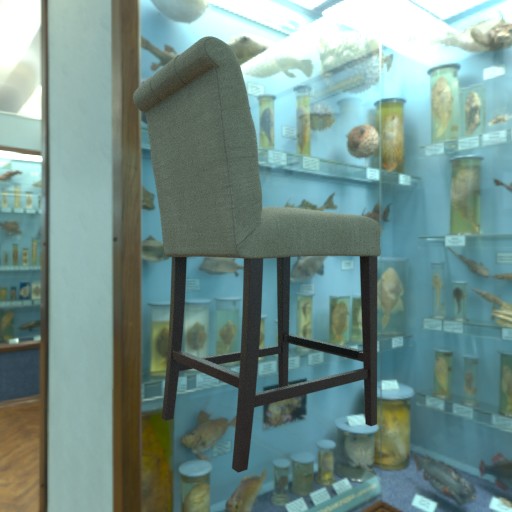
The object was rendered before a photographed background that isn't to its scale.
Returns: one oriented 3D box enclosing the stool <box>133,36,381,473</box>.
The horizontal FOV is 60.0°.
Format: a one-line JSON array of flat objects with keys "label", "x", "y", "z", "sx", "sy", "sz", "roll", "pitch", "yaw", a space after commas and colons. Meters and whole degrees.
[{"label": "stool", "x": 0.000, "y": 0.000, "z": 1.424, "sx": 0.660, "sy": 1.084, "sz": 0.486, "roll": 0, "pitch": 0, "yaw": -36}]
